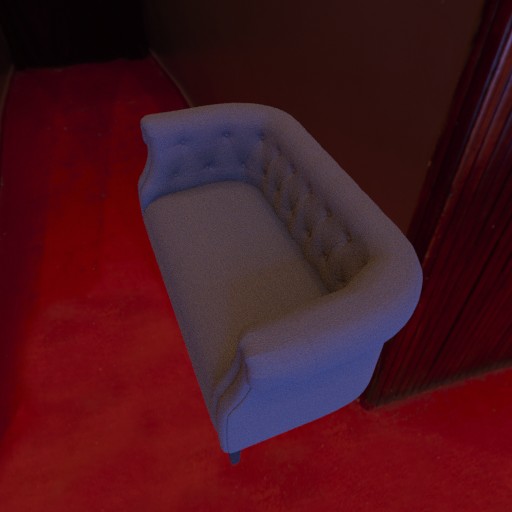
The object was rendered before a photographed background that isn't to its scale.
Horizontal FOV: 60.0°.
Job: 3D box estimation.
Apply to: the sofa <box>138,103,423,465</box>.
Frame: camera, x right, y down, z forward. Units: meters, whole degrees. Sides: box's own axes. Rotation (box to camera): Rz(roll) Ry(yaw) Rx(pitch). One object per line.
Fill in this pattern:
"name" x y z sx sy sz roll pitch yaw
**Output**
"sofa" 0.000 0.000 2.042 0.835 0.827 1.558 -16 47 -15
